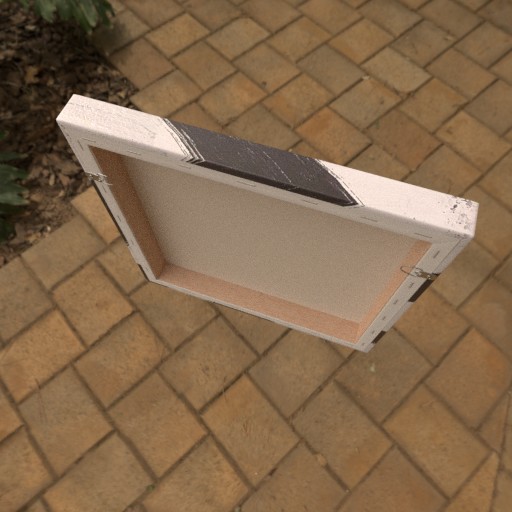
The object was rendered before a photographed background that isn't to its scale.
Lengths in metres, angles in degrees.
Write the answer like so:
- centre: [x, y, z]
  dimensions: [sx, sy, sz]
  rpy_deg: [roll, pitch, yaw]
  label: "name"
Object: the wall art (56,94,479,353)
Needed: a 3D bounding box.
- centre: [0.000, 0.000, 0.742]
  dimensions: [0.507, 0.508, 0.050]
  rpy_deg: [17, 65, 8]
  label: "wall art"
